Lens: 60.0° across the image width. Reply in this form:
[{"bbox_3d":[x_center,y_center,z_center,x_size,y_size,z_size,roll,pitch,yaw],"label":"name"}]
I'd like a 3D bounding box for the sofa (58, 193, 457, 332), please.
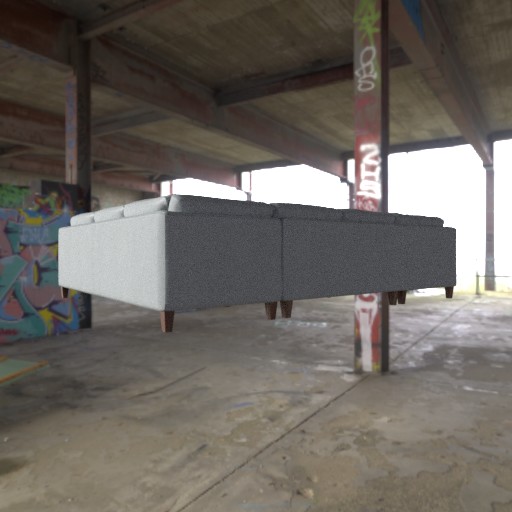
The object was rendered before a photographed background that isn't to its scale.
[{"bbox_3d":[0.000,0.000,4.504,3.238,0.853,2.551,0,1,-37],"label":"sofa"}]
